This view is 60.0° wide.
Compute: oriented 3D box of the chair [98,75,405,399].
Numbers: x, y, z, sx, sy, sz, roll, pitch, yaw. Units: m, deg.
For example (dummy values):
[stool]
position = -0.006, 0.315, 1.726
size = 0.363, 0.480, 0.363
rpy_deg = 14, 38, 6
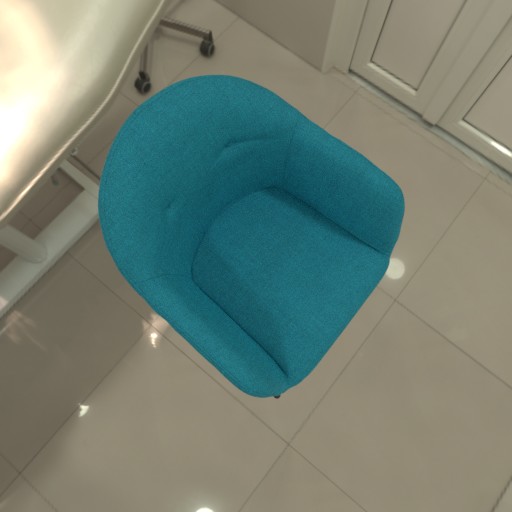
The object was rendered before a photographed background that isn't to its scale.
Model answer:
[chair]
position = 0.000, 0.000, 1.132
size = 0.565, 0.775, 0.545
rpy_deg = 38, 77, 10
